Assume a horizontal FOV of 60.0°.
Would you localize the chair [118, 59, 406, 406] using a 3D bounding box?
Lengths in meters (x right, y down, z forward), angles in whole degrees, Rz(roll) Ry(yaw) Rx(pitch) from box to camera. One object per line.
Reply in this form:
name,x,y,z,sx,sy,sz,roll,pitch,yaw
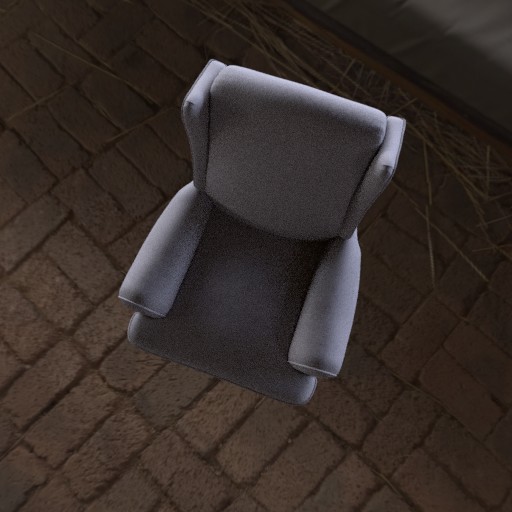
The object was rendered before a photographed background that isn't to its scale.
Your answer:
chair,0.000,0.000,1.722,0.847,1.011,0.969,19,77,4
